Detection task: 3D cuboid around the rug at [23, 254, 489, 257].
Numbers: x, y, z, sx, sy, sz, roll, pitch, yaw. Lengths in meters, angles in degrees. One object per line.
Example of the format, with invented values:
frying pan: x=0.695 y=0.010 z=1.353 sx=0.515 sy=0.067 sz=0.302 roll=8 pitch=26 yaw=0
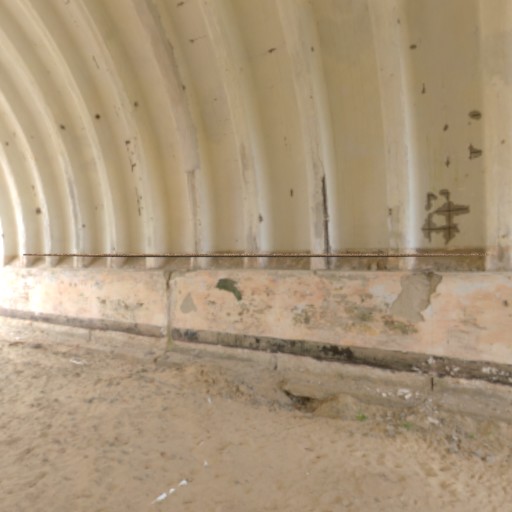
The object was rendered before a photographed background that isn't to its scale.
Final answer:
rug: x=0.000 y=0.000 z=4.257 sx=3.200 sy=0.012 sz=2.438 roll=0 pitch=0 yaw=0
